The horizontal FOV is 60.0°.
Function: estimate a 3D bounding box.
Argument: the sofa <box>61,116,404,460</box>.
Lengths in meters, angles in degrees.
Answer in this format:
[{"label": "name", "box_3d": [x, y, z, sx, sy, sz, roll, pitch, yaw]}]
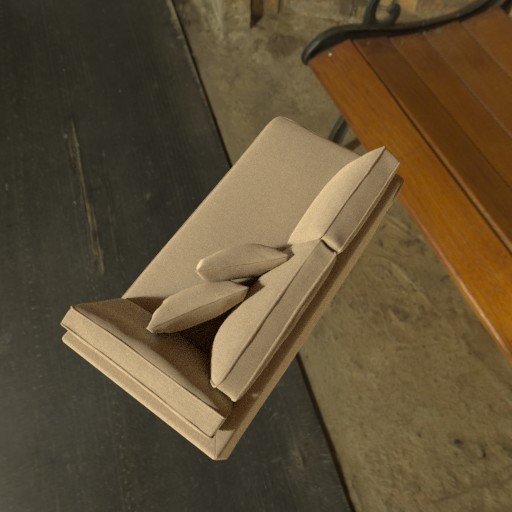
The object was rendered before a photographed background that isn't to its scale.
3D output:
[{"label": "sofa", "box_3d": [0.000, 0.000, 2.915, 1.110, 1.033, 2.237, 32, 69, 14]}]
